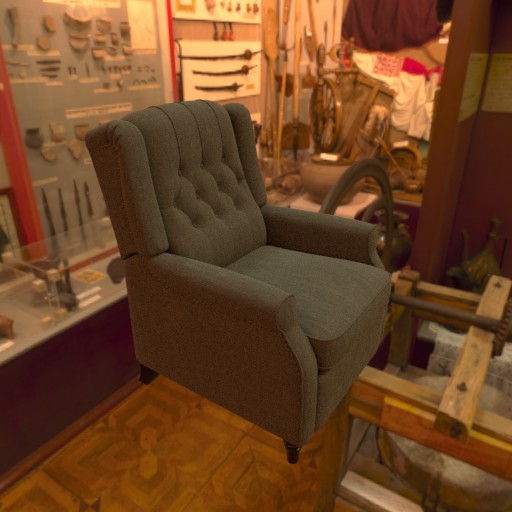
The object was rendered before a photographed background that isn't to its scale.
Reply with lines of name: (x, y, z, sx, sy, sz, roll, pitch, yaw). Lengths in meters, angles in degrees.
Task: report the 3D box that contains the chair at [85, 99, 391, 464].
chair: (0.000, 0.000, 1.622, 0.898, 1.035, 0.742, 16, 30, 31)
